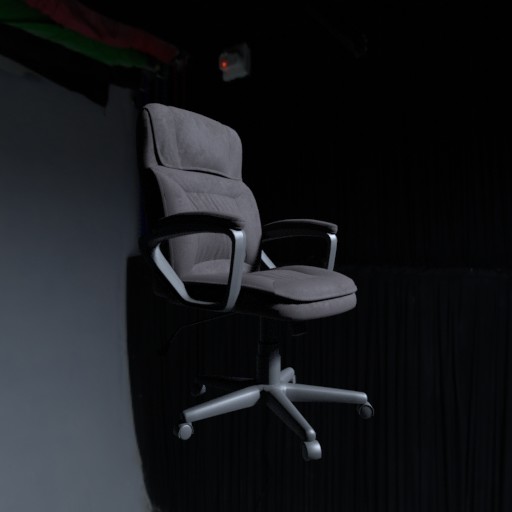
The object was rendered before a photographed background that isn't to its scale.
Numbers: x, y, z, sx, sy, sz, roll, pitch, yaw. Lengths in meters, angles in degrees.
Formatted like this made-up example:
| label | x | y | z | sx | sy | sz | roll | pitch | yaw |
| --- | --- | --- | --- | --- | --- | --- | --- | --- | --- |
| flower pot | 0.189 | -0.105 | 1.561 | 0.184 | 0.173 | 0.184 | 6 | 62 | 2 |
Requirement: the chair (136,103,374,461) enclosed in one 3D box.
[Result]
| label | x | y | z | sx | sy | sz | roll | pitch | yaw |
| --- | --- | --- | --- | --- | --- | --- | --- | --- | --- |
| chair | 0.000 | 0.000 | 1.558 | 0.724 | 1.105 | 0.667 | 1 | 2 | 37 |
